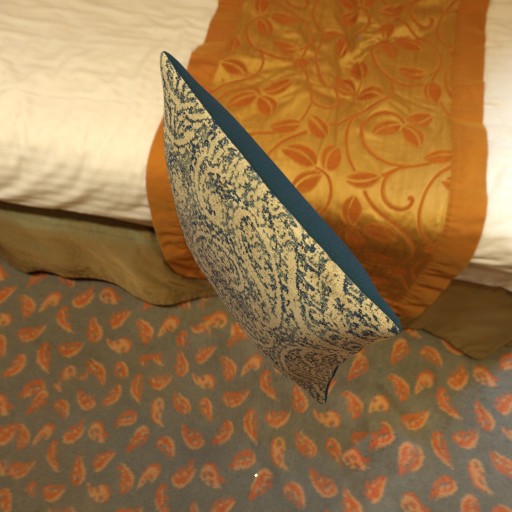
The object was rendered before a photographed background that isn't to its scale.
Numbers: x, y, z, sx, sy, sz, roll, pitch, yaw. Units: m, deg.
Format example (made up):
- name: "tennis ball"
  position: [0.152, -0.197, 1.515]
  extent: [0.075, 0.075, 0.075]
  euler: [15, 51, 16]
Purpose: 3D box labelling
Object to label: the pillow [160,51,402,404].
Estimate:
- name: "pillow"
  position: [0.000, 0.000, 0.785]
  extent: [0.166, 0.510, 0.523]
  euler: [-31, 68, -14]
